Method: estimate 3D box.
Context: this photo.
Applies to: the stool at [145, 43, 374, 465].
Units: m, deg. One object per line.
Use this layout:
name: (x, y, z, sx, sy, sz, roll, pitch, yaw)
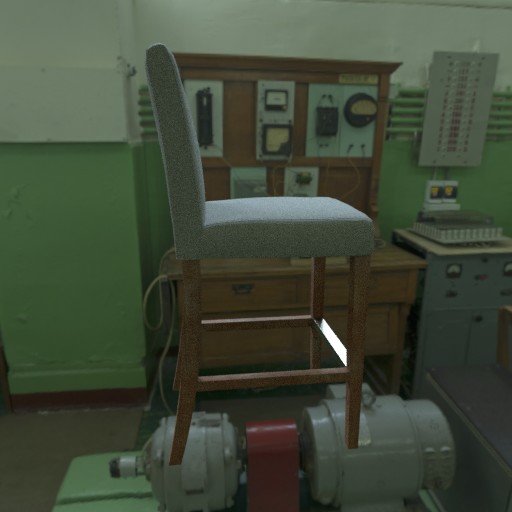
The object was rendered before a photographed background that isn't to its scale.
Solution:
stool: (0.000, 0.000, 1.330, 0.570, 1.088, 0.439, -2, 16, -8)
